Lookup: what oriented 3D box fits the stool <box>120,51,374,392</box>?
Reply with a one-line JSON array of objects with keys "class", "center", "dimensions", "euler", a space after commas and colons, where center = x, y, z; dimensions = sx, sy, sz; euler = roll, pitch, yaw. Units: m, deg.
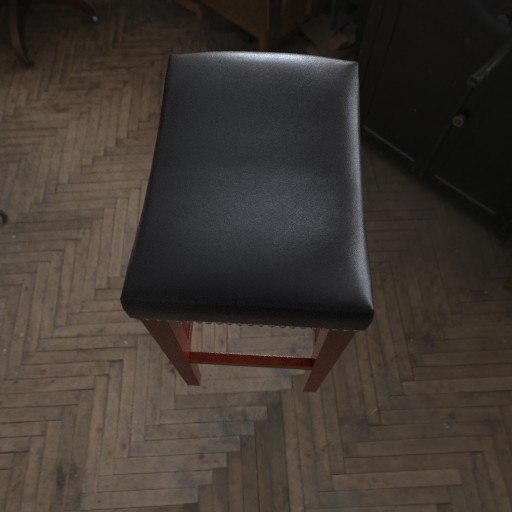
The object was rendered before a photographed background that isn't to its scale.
[{"class": "stool", "center": [0.000, 0.000, 1.028], "dimensions": [0.372, 0.742, 0.504], "euler": [3, 64, 1]}]
